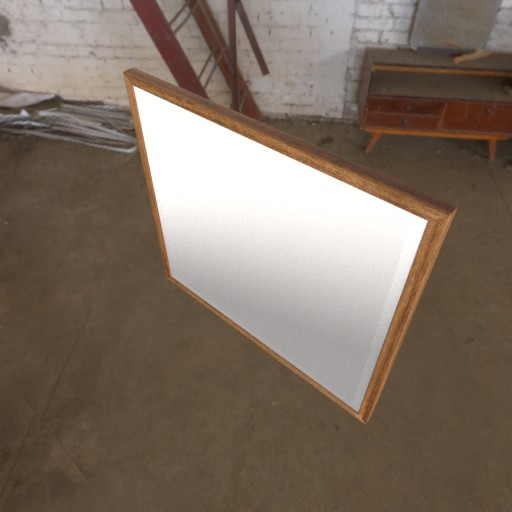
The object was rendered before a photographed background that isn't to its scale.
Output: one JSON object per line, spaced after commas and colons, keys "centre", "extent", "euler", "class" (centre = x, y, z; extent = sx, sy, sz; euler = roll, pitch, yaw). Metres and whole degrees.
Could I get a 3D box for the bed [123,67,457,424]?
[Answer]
{"centre": [0.000, 0.000, 1.455], "extent": [1.041, 0.940, 0.043], "euler": [32, 53, 28], "class": "bed"}
